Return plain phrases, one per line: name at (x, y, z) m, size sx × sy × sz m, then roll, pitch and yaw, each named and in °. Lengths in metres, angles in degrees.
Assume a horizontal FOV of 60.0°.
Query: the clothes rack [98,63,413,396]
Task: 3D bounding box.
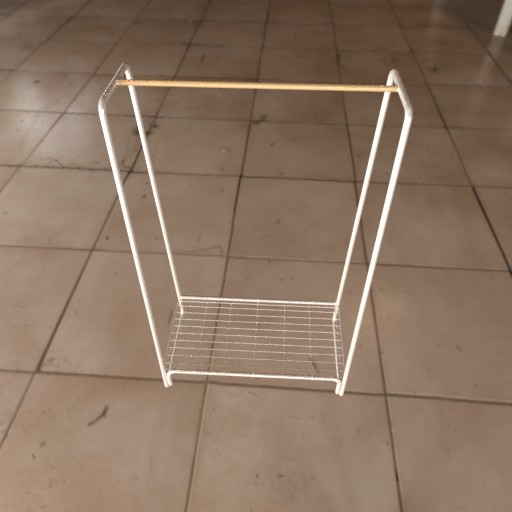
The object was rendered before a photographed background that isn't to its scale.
clothes rack at (0.000, 0.000, 1.883) m, size 0.900 × 1.500 × 0.495 m, roll 2°, pitch 46°, yaw 2°
